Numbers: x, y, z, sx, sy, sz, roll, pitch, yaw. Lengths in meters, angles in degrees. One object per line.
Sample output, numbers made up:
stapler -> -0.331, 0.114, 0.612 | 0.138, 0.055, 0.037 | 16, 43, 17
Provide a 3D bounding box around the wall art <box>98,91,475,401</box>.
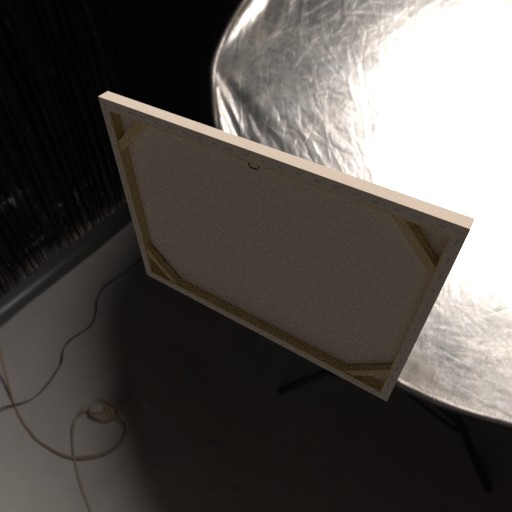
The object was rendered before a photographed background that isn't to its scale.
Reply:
wall art -> 0.000, 0.000, 1.342 | 1.016, 0.762, 0.038 | 25, 52, 21
